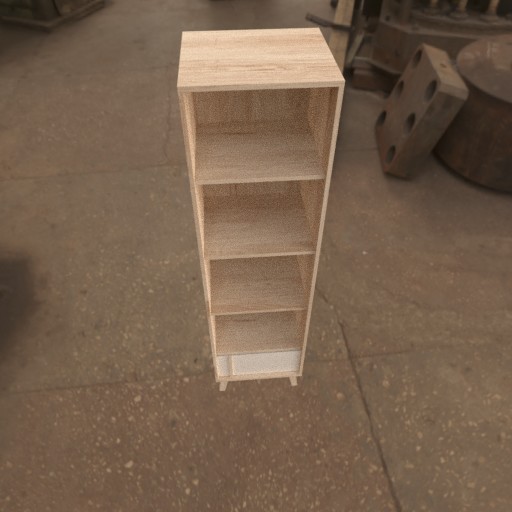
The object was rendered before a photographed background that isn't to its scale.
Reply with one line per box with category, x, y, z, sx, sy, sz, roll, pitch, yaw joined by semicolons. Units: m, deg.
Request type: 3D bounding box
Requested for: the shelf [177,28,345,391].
shelf;0.000;0.000;2.198;0.510;1.960;0.450;-3;46;-3
